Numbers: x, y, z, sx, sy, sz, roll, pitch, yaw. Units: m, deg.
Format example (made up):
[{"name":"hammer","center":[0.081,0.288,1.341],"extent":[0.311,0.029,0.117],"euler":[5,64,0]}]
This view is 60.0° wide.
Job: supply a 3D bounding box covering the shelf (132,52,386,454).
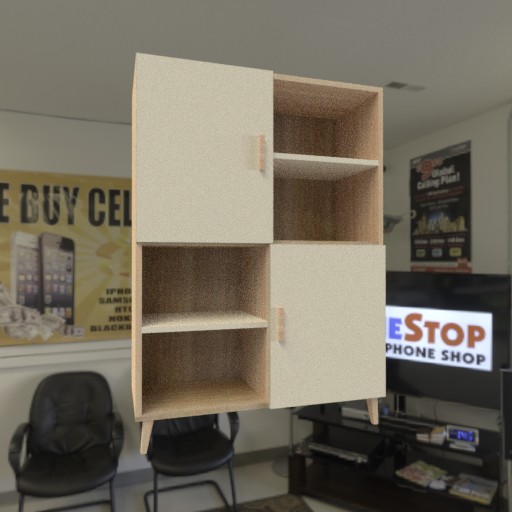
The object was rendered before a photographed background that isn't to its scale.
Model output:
[{"name":"shelf","center":[0.000,0.000,1.869],"extent":[0.995,1.405,0.434],"euler":[0,0,-17]}]
